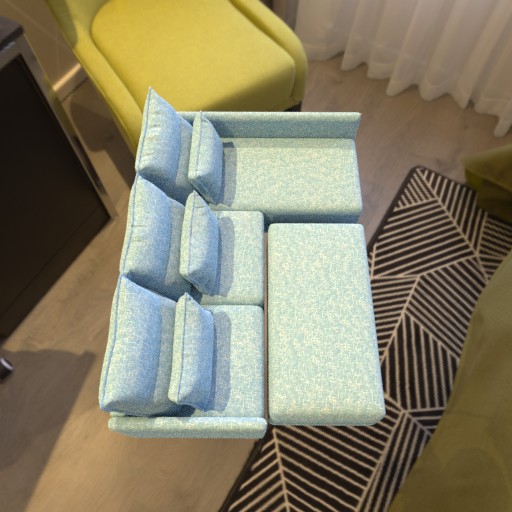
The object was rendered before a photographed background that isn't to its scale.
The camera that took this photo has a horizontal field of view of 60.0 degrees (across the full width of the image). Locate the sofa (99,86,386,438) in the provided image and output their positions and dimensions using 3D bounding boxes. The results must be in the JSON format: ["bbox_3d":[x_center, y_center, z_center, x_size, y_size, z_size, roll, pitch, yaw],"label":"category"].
[{"bbox_3d":[0.000,0.000,2.719,1.420,0.899,2.034,0,64,0],"label":"sofa"}]
